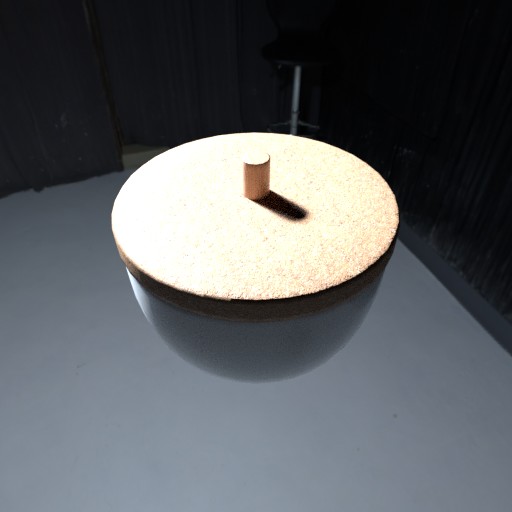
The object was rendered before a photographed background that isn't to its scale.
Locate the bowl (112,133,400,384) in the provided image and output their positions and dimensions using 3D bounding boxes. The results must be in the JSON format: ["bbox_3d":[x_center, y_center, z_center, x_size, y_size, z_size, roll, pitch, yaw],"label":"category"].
[{"bbox_3d":[0.000,0.000,0.221,0.126,0.110,0.126,0,42,0],"label":"bowl"}]
